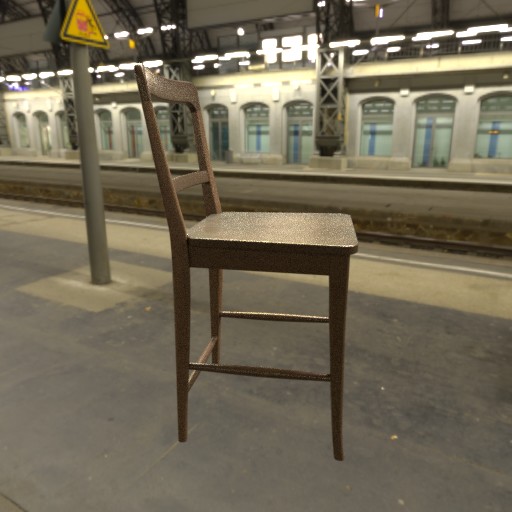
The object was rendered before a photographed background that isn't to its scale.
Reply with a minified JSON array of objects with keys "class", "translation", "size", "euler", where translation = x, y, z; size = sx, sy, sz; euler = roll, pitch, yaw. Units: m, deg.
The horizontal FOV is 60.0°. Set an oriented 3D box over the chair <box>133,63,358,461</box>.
[{"class":"chair","translation":[0.000,0.000,1.284],"size":[0.546,0.991,0.450],"euler":[2,15,9]}]
